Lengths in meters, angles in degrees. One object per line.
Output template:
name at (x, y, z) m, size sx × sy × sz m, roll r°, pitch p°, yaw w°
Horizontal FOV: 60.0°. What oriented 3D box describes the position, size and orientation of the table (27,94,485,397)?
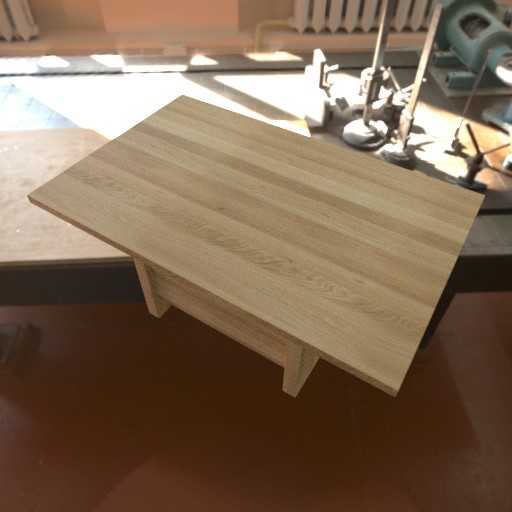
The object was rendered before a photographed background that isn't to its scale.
table at (0.000, 0.000, 1.447) m, size 1.100 × 0.510 × 0.700 m, roll 25°, pitch 52°, yaw 21°
